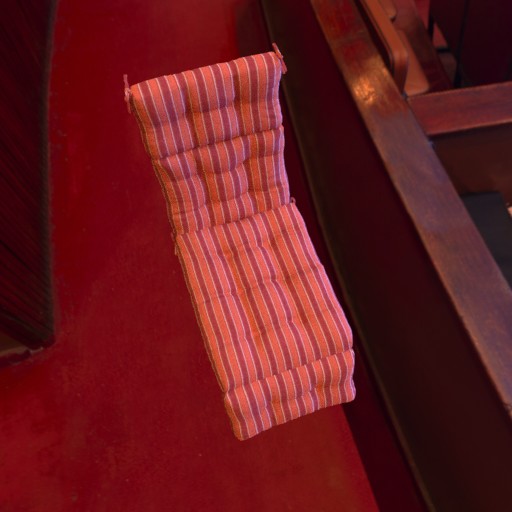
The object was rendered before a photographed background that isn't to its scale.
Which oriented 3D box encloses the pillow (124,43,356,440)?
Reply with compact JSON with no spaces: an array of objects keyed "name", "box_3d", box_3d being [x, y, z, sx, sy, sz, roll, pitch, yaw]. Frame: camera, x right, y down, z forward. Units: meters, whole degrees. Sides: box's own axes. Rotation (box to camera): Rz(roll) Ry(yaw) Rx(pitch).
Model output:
[{"name":"pillow","box_3d":[0.000,0.000,1.508,0.526,0.863,1.016,-17,64,-8]}]
